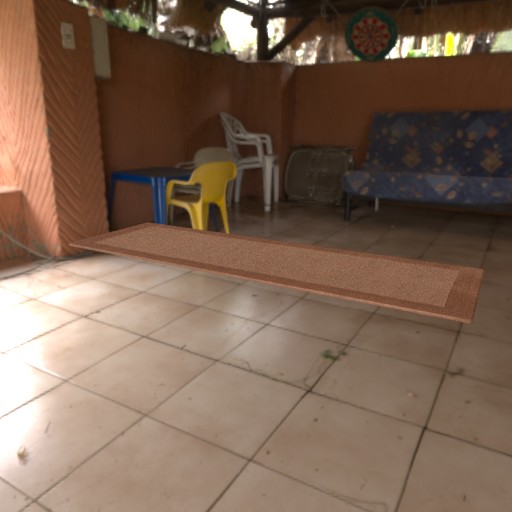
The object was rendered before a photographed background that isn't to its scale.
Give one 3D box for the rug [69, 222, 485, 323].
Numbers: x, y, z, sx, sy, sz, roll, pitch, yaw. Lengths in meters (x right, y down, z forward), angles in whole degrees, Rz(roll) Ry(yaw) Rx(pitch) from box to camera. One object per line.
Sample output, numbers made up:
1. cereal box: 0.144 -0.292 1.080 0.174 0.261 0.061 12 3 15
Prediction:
1. rug: 0.000 0.000 2.680 2.439 0.017 0.764 9 19 28
